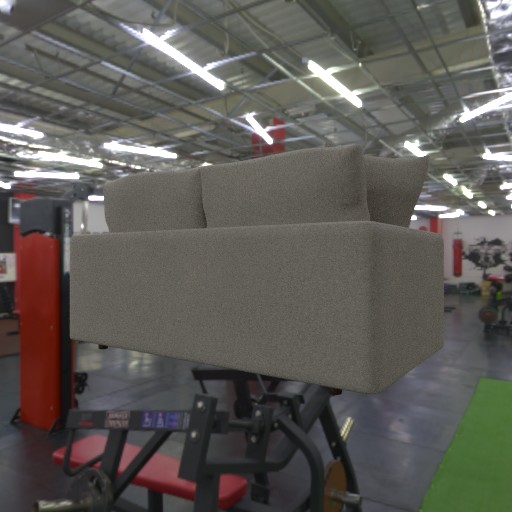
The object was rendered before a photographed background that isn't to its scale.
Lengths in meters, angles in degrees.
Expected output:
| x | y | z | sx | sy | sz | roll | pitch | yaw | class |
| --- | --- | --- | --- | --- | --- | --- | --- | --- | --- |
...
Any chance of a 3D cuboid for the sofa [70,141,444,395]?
| x | y | z | sx | sy | sz | roll | pitch | yaw | class |
| --- | --- | --- | --- | --- | --- | --- | --- | --- | --- |
| 0.000 | 0.000 | 2.568 | 1.869 | 1.080 | 1.228 | 0 | 0 | 35 | sofa |
